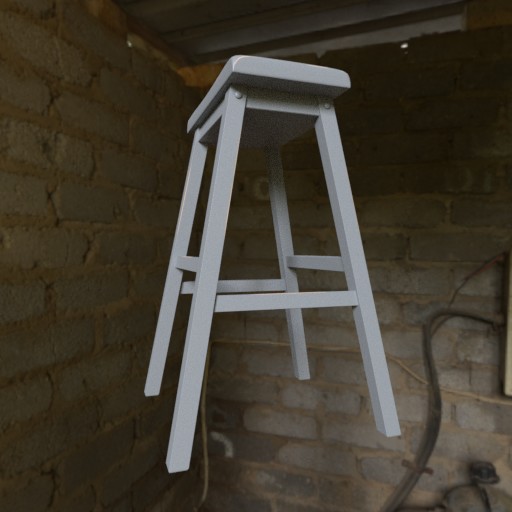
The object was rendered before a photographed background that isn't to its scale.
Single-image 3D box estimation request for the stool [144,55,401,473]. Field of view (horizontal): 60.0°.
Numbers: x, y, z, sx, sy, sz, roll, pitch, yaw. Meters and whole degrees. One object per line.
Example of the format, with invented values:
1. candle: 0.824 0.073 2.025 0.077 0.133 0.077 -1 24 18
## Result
1. stool: 0.000 0.000 1.048 0.476 0.737 0.457 0 1 -19
